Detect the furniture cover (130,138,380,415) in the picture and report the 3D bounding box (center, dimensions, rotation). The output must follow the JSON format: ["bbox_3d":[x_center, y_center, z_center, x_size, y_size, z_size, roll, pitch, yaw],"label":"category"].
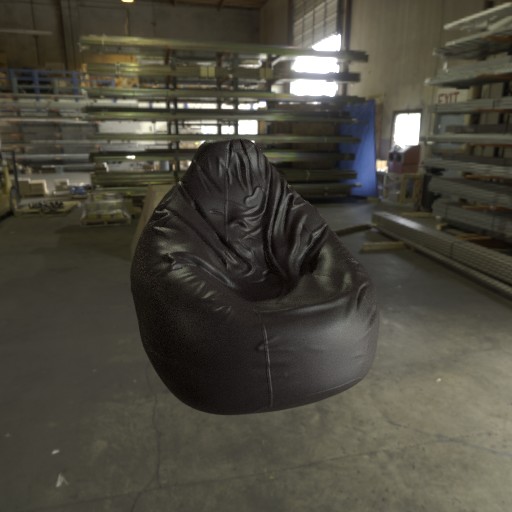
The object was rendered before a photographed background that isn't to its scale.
[{"bbox_3d":[0.000,0.000,1.936,1.070,0.990,1.070,-8,17,-25],"label":"furniture cover"}]
